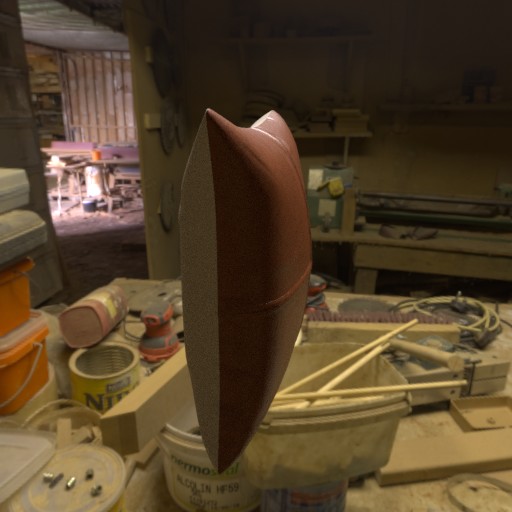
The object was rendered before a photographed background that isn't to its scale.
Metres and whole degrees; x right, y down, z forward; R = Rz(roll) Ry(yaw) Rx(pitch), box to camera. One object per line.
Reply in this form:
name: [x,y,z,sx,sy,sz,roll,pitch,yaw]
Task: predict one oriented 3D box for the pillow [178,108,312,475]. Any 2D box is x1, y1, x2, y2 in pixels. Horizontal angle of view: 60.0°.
pillow: [0.000,0.000,0.759,0.192,0.477,0.501,3,18,9]
